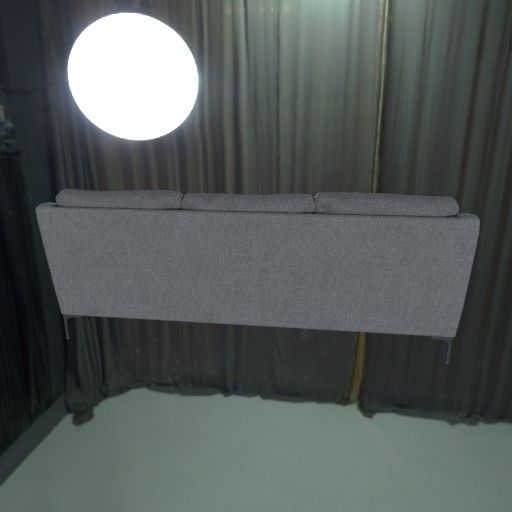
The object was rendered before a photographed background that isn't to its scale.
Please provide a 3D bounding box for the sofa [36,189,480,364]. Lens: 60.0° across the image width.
[{"bbox_3d":[0.000,0.000,2.495,2.060,0.837,0.849,2,18,7],"label":"sofa"}]
